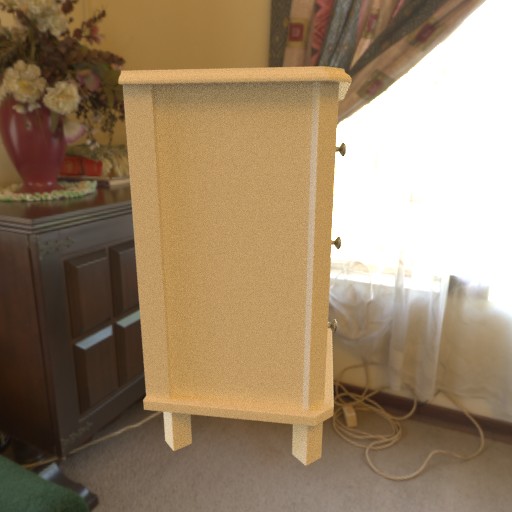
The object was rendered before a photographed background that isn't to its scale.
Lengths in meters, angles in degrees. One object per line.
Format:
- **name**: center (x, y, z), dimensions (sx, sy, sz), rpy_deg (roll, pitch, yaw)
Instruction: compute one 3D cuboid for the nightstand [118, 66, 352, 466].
- **nightstand**: center (0.000, 0.000, 0.933), dimensions (0.351, 0.681, 0.435), rpy_deg (2, 16, 9)
